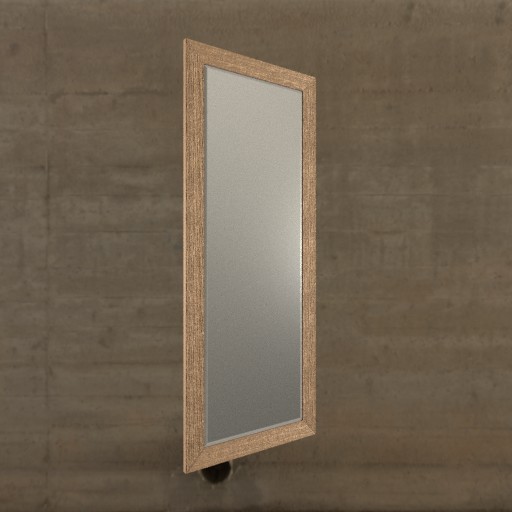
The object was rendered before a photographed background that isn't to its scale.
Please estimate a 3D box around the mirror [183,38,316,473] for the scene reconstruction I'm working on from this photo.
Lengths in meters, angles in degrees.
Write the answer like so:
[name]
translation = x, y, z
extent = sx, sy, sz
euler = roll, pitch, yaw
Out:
[mirror]
translation = 0.000, 0.000, 2.308
extent = 0.812, 2.031, 0.026
euler = 0, 0, -35
